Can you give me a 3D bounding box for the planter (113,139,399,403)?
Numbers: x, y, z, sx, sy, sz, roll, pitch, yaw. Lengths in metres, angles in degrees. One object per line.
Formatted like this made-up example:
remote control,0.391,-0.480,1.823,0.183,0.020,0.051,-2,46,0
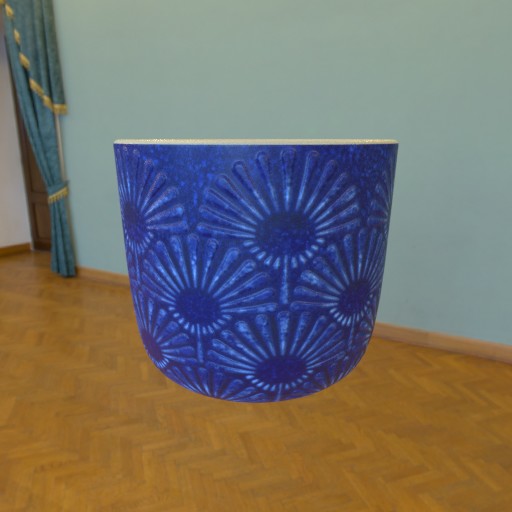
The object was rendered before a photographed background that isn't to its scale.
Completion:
planter,0.000,0.000,0.215,0.124,0.109,0.124,0,15,0
